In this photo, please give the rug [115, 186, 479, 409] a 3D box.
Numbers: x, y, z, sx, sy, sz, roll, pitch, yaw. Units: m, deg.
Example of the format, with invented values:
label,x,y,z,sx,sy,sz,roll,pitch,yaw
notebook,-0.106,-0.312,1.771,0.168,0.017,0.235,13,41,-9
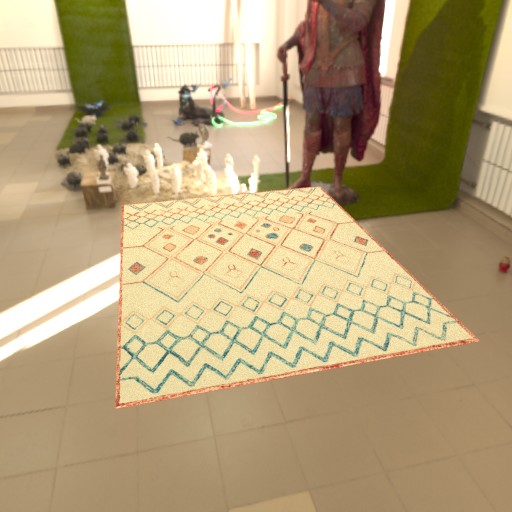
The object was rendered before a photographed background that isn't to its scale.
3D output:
label,x,y,z,sx,sy,sz,roll,pitch,yaw
rug,0.000,0.000,4.105,2.441,0.016,3.050,-7,31,-12
